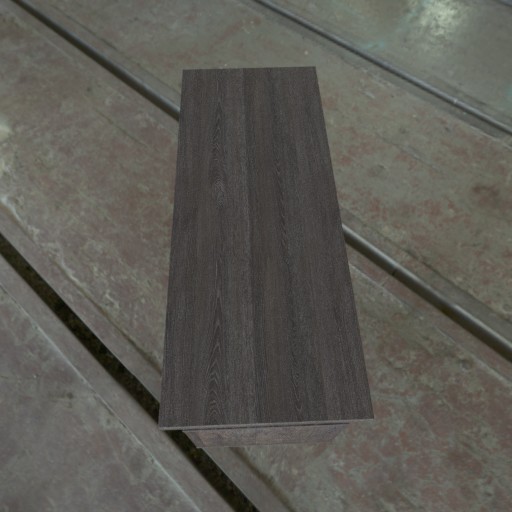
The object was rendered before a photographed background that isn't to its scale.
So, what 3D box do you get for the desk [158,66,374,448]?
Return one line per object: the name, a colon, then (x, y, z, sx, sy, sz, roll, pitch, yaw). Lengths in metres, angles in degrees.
desk: (0.000, 0.000, 1.941, 0.600, 0.760, 1.524, -2, 60, -1)
